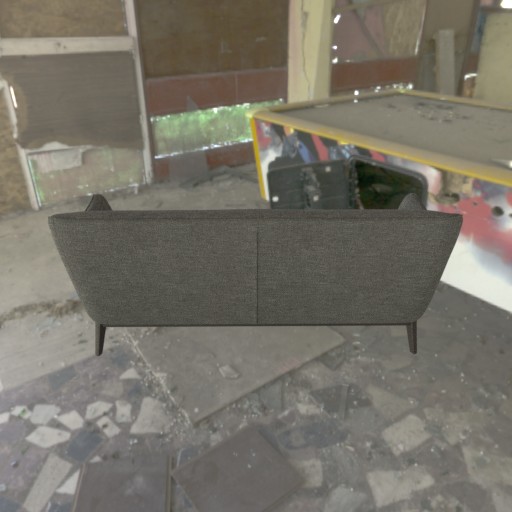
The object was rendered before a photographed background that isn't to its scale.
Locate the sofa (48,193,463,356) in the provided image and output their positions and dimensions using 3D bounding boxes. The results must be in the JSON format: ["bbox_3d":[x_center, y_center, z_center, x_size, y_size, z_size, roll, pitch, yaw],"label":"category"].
[{"bbox_3d":[0.000,0.000,2.390,1.928,0.829,0.867,0,28,0],"label":"sofa"}]
